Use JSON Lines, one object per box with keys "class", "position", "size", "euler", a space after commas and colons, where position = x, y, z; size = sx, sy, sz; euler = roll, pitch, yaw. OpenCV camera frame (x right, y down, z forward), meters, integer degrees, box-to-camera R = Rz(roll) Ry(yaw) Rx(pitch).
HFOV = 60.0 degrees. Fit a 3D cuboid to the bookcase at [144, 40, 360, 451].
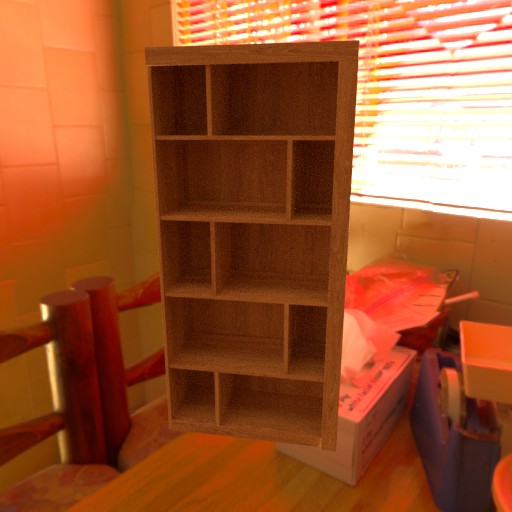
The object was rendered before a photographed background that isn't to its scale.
{"class": "bookcase", "position": [0.000, 0.000, 2.386], "size": [0.950, 2.020, 0.420], "euler": [3, 16, 10]}
